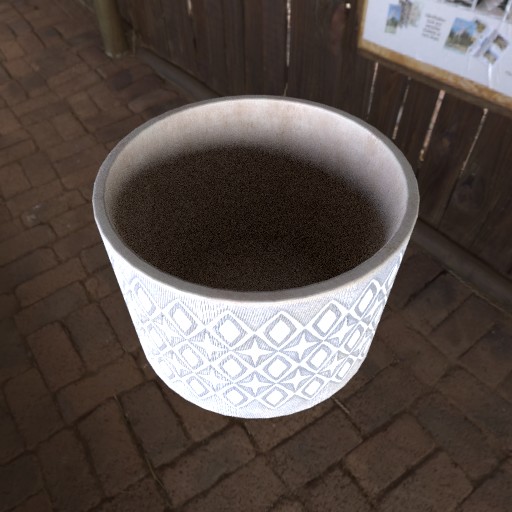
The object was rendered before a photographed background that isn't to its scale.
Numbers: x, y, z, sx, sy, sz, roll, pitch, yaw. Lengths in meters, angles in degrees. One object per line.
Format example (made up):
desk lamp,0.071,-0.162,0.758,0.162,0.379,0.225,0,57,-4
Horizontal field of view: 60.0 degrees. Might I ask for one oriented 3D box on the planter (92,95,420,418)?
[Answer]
planter,0.000,0.000,0.276,0.164,0.127,0.164,0,48,0
